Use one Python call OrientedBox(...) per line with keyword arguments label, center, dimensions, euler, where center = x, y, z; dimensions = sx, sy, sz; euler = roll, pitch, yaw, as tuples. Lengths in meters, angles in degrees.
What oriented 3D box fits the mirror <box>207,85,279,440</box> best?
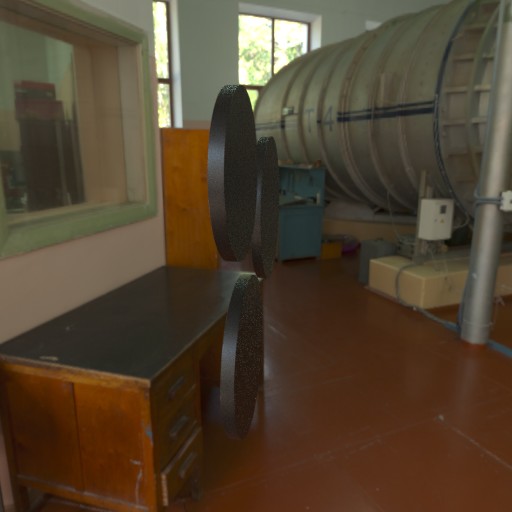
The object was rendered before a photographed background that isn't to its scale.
OrientedBox(label="mirror", center=(0.000, 0.000, 3.114), dimensions=(0.076, 2.096, 2.160), euler=(2, 14, 9))
